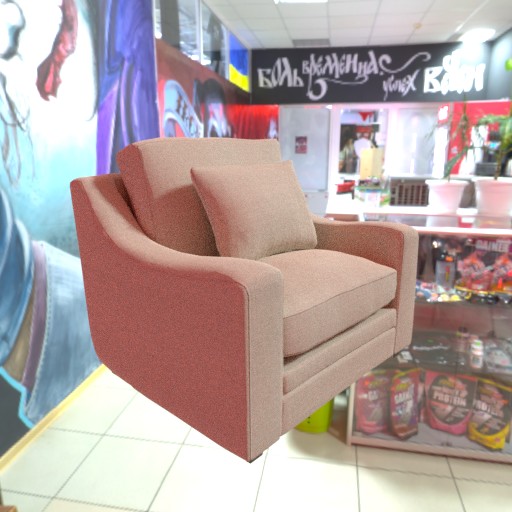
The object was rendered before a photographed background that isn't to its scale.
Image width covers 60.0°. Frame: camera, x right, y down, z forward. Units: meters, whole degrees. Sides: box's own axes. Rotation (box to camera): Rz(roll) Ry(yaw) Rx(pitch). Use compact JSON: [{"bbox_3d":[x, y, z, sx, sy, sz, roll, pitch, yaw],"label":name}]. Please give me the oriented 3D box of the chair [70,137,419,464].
[{"bbox_3d":[0.000,0.000,1.950,1.009,1.016,1.178,13,19,41],"label":"chair"}]
